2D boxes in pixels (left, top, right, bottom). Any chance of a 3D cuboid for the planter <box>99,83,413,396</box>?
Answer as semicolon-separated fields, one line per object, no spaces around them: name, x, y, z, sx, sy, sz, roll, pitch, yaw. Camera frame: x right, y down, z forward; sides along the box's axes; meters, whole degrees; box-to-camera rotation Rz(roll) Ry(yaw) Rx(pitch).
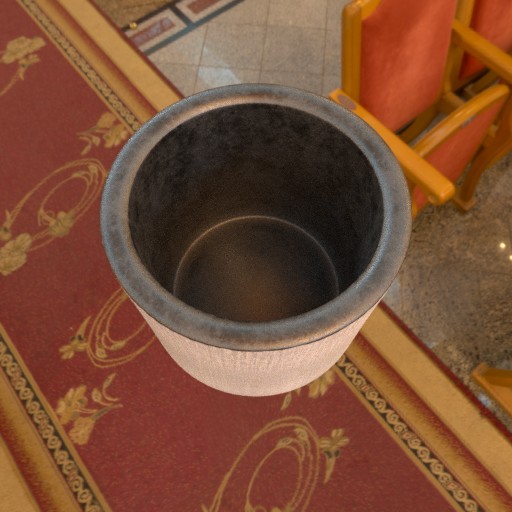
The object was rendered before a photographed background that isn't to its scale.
planter;0.000;0.000;0.225;0.125;0.112;0.125;0;65;0
